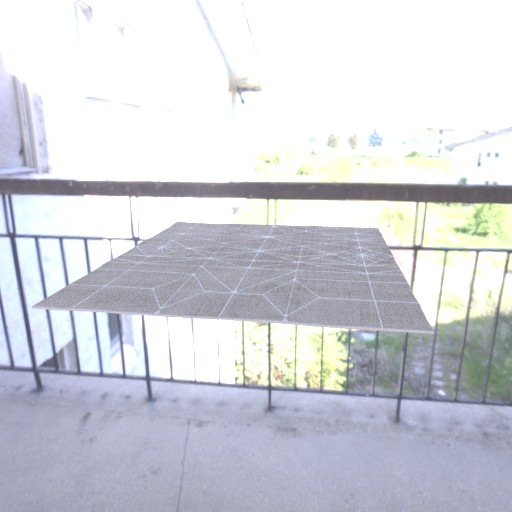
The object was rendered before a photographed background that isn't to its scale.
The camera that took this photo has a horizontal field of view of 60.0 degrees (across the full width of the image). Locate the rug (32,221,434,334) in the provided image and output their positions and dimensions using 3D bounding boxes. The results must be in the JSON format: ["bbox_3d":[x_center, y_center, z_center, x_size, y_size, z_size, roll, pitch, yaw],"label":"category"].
[{"bbox_3d":[0.000,0.000,0.892,0.548,0.006,0.639,2,16,9],"label":"rug"}]
